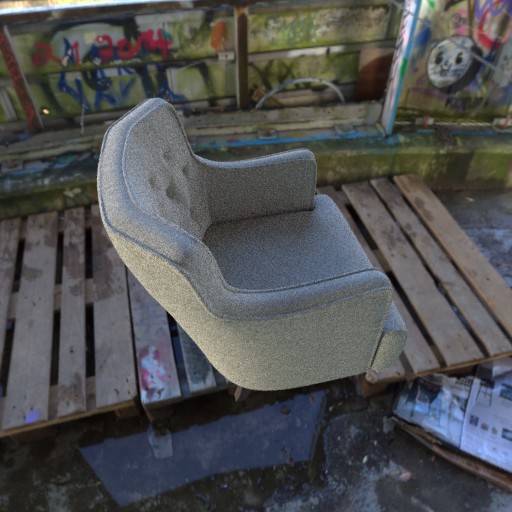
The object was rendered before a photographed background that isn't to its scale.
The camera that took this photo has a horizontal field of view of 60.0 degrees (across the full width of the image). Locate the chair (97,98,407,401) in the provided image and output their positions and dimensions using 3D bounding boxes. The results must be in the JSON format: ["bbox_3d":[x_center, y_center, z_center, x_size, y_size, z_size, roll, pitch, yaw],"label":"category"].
[{"bbox_3d":[0.000,0.000,1.641,0.910,0.920,0.820,-10,46,-9],"label":"chair"}]
